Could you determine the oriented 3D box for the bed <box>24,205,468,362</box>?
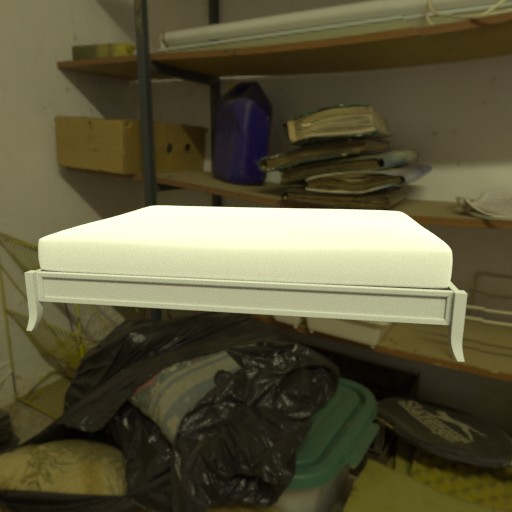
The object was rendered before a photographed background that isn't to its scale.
[{"bbox_3d":[0.000,0.000,2.807,2.108,0.510,1.604,2,13,9],"label":"bed"}]
